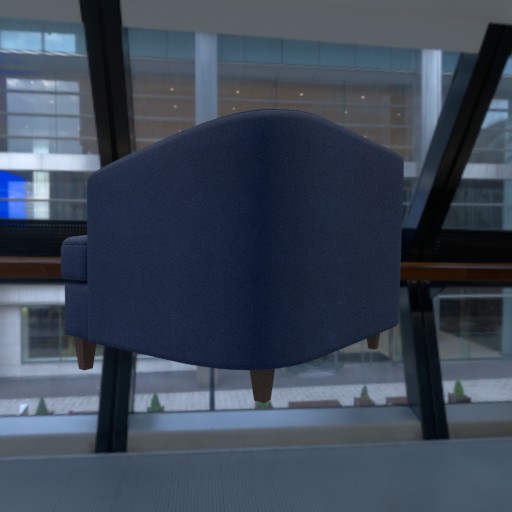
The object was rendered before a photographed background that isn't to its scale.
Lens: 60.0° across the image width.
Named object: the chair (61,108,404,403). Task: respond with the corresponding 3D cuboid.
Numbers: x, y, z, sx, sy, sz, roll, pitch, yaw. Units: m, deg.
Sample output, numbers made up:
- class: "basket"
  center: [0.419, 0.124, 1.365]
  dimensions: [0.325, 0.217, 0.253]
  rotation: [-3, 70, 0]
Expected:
- class: "chair"
  center: [0.000, 0.000, 1.717]
  dimensions: [0.914, 0.787, 1.118]
  rotation: [1, 2, 37]
